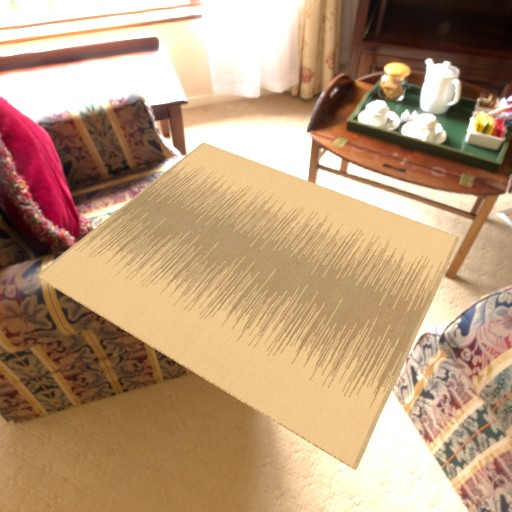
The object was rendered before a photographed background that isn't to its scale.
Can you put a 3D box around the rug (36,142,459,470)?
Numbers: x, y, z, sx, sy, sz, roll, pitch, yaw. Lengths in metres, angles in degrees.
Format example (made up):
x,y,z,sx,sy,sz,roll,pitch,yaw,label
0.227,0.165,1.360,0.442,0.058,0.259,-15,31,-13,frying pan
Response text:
x,y,z,sx,sy,sz,roll,pitch,yaw,label
0.000,0.000,4.042,3.037,0.010,2.453,25,52,21,rug
